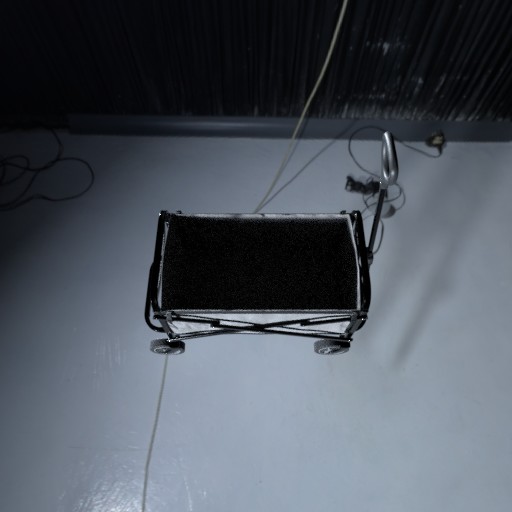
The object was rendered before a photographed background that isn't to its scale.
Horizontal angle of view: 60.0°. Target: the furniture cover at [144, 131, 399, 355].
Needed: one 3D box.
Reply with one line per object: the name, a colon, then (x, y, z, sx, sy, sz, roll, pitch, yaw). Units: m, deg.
furniture cover: (0.000, 0.000, 1.781, 1.038, 1.295, 0.532, 0, 63, 0)
